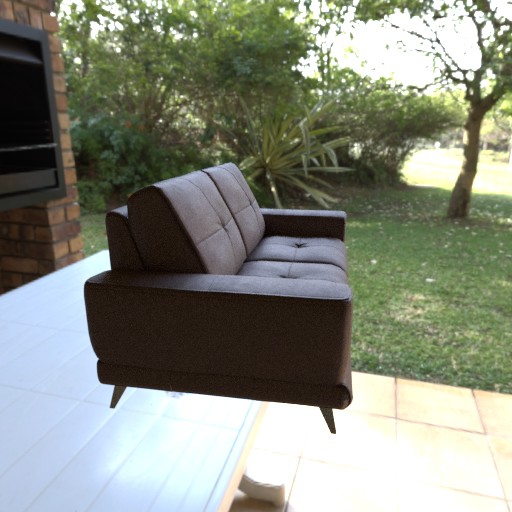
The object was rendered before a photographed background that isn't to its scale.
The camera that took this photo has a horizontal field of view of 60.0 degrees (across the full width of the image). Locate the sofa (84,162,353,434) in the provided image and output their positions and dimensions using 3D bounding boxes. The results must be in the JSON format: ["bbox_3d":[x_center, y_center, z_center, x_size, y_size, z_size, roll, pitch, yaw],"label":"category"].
[{"bbox_3d":[0.000,0.000,2.409,1.018,0.907,1.806,3,16,10],"label":"sofa"}]
